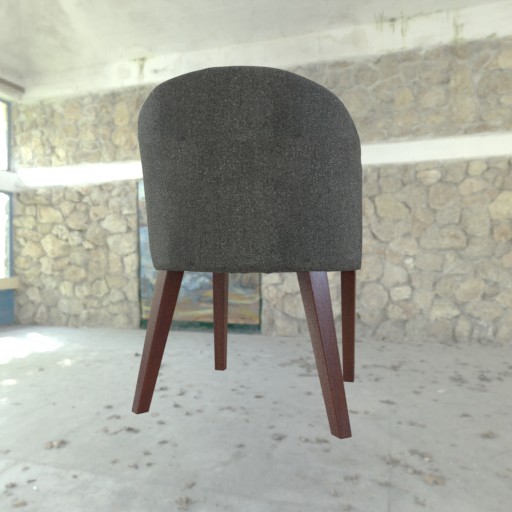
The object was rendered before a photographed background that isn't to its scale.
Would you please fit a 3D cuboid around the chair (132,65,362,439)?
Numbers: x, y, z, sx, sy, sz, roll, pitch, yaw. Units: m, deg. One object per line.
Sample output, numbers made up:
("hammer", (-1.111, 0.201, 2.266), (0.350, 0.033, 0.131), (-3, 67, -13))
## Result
("chair", (0.000, 0.000, 1.243), (0.583, 0.811, 0.655), (0, 0, 18))
